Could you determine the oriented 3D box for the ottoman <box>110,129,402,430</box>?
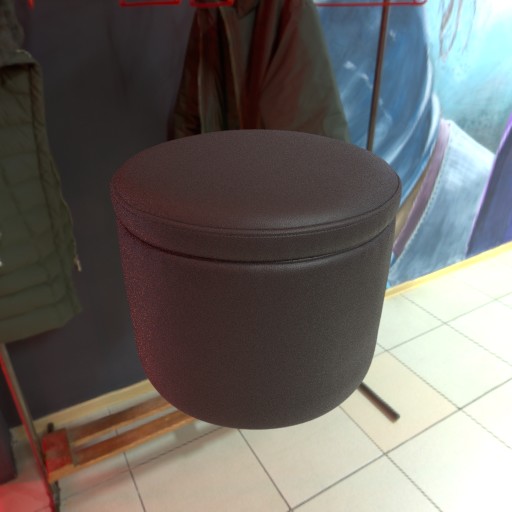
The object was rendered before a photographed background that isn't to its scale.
[{"bbox_3d":[0.000,0.000,0.864,0.500,0.409,0.500,0,29,0],"label":"ottoman"}]
